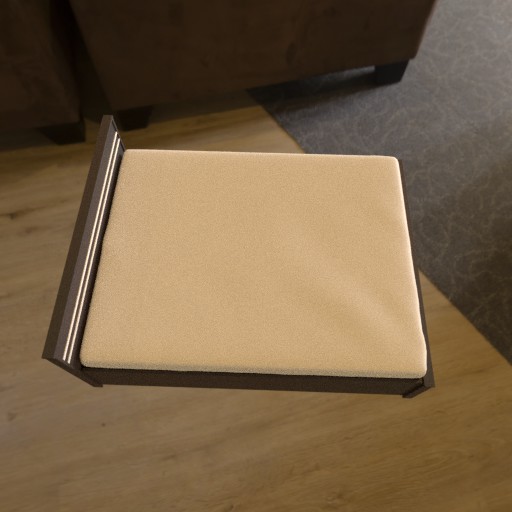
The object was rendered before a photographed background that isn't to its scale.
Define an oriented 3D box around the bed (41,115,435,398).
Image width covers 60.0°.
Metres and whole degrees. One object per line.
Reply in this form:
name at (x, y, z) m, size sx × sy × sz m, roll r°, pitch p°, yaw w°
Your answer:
bed at (0.000, 0.000, 2.940) m, size 2.103 × 0.808 × 1.634 m, roll 2°, pitch 63°, yaw 1°
